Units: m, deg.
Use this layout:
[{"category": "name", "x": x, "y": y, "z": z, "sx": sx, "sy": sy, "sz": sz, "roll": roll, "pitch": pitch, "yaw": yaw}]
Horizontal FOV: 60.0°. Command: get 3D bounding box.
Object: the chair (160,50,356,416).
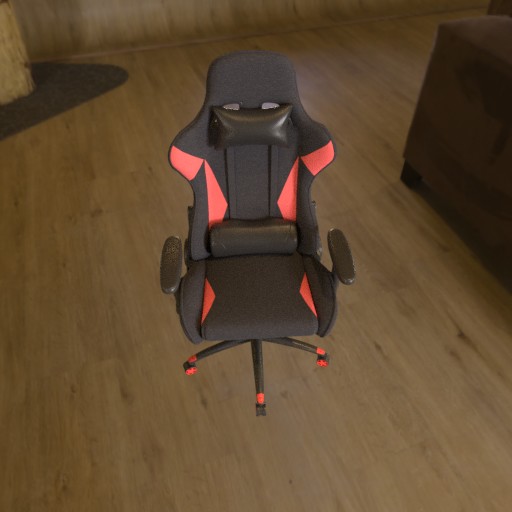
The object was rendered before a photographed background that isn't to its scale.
[{"category": "chair", "x": 0.000, "y": 0.000, "z": 1.684, "sx": 0.695, "sy": 1.326, "sz": 0.658, "roll": -3, "pitch": 45, "yaw": -3}]
